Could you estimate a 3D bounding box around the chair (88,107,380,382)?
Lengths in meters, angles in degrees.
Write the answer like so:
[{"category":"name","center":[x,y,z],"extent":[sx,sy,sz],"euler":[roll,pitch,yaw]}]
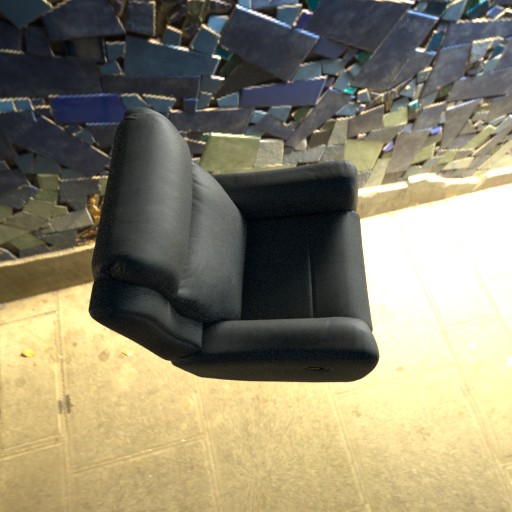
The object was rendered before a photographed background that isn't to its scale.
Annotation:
[{"category":"chair","center":[0.000,0.000,1.962],"extent":[1.068,1.116,0.965],"euler":[0,63,0]}]
